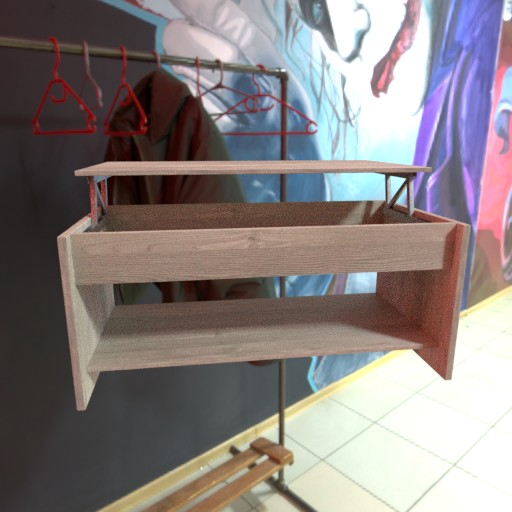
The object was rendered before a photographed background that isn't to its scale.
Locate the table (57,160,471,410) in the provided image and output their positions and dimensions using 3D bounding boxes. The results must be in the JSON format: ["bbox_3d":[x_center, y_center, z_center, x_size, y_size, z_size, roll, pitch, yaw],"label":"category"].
[{"bbox_3d":[0.000,0.000,1.434,1.000,0.570,0.712,-2,15,-8],"label":"table"}]
